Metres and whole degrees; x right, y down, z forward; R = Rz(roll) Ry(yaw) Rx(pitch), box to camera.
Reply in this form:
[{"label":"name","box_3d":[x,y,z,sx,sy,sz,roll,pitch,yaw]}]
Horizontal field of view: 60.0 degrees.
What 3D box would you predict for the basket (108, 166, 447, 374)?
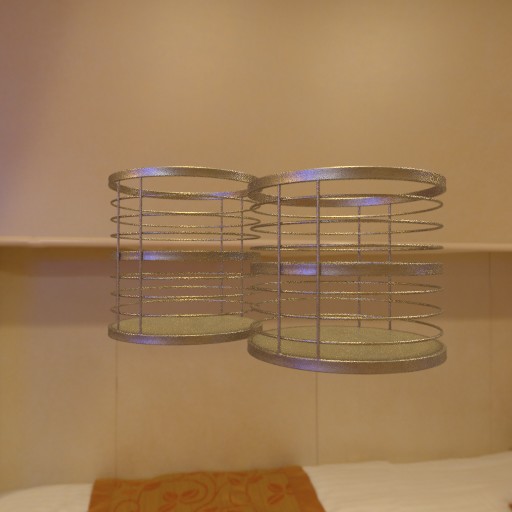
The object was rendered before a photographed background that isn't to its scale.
[{"label":"basket","box_3d":[0.000,0.000,0.935,0.746,0.351,0.356,0,-1,34]}]
